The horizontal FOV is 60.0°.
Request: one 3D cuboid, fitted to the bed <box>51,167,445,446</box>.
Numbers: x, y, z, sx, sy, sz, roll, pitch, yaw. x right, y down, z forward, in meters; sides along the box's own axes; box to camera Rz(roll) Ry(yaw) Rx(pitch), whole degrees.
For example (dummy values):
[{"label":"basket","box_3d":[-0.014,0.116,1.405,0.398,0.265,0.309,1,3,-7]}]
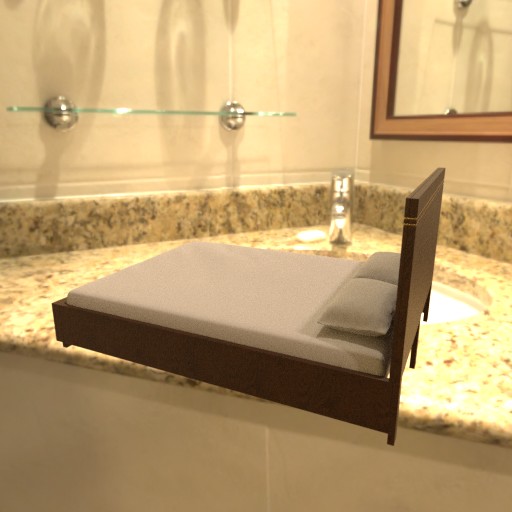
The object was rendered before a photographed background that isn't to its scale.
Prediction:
[{"label":"bed","box_3d":[0.000,0.000,3.087,2.221,1.169,1.613,8,18,25]}]
